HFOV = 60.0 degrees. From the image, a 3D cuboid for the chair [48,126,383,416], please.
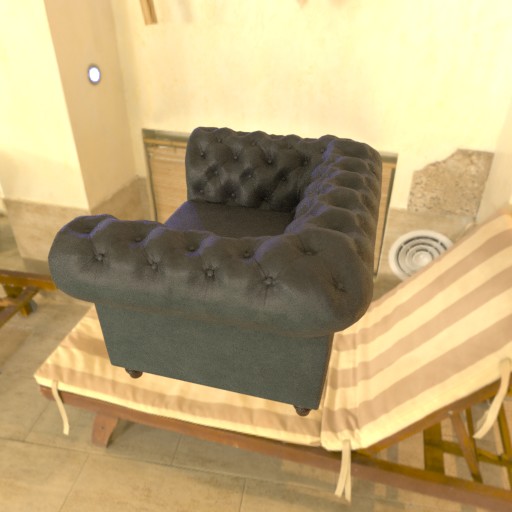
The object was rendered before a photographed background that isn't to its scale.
[{"bbox_3d":[0.000,0.000,1.865,0.943,0.780,1.298,8,33,13],"label":"chair"}]
